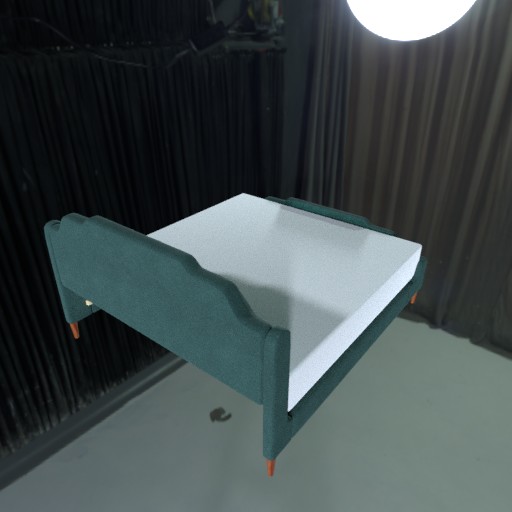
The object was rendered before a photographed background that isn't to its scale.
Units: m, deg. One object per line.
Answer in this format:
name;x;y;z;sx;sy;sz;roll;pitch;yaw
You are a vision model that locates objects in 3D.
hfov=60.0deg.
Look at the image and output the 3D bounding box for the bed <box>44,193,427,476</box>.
bed;0.000;0.000;3.607;2.074;1.245;2.340;21;35;33
